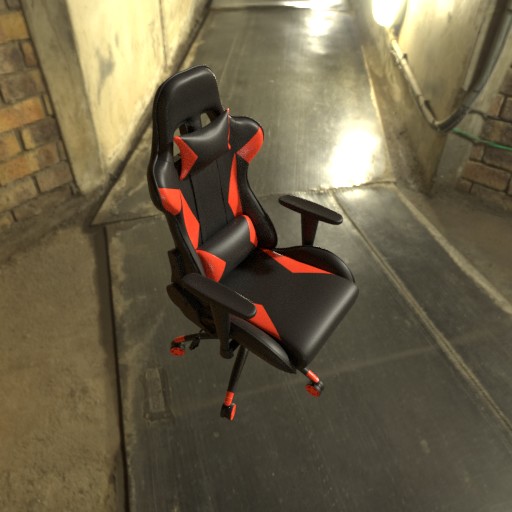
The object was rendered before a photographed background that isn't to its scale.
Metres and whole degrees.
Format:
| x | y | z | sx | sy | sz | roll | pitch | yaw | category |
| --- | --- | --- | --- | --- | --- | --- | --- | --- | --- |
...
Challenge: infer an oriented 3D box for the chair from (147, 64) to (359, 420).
| x | y | z | sx | sy | sz | roll | pitch | yaw | category |
| --- | --- | --- | --- | --- | --- | --- | --- | --- | --- |
| 0.000 | 0.000 | 1.694 | 0.730 | 1.282 | 0.695 | 25 | 47 | 26 | chair |
